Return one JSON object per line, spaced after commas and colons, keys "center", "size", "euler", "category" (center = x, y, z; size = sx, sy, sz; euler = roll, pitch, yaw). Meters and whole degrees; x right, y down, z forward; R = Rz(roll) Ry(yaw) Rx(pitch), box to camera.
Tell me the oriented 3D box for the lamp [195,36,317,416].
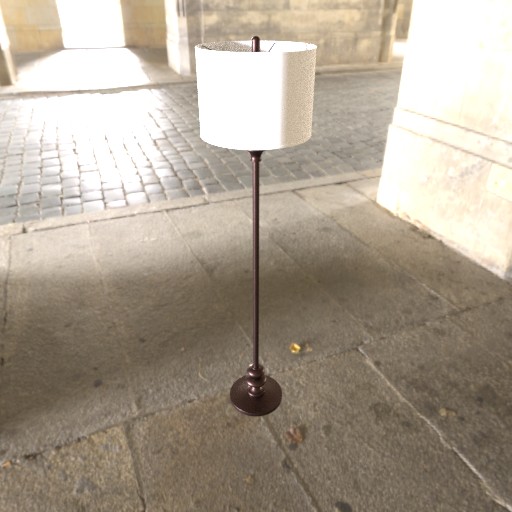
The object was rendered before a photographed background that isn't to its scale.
{"center": [0.000, 0.000, 1.668], "size": [0.356, 1.487, 0.356], "euler": [11, 32, 18], "category": "lamp"}
